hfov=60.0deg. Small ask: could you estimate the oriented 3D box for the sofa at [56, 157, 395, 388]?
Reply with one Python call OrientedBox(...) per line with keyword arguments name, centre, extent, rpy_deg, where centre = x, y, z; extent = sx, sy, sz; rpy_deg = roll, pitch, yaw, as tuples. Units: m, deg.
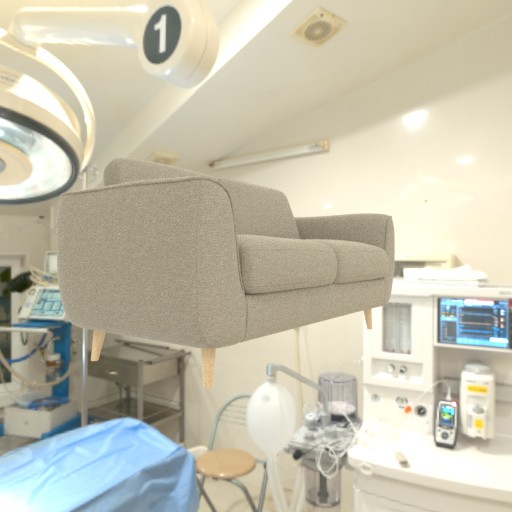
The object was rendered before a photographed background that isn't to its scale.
OrientedBox(name="sofa", centre=(0.000, 0.000, 2.193), extent=(0.920, 0.850, 1.700), rpy_deg=(0, 0, 36))
